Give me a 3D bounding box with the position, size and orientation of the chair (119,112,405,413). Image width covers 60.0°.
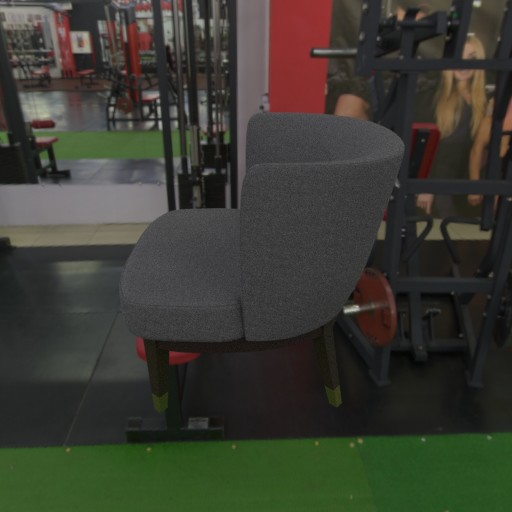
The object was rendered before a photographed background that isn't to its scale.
[{"bbox_3d":[0.000,0.000,1.265,0.698,0.695,0.639,0,27,0],"label":"chair"}]
